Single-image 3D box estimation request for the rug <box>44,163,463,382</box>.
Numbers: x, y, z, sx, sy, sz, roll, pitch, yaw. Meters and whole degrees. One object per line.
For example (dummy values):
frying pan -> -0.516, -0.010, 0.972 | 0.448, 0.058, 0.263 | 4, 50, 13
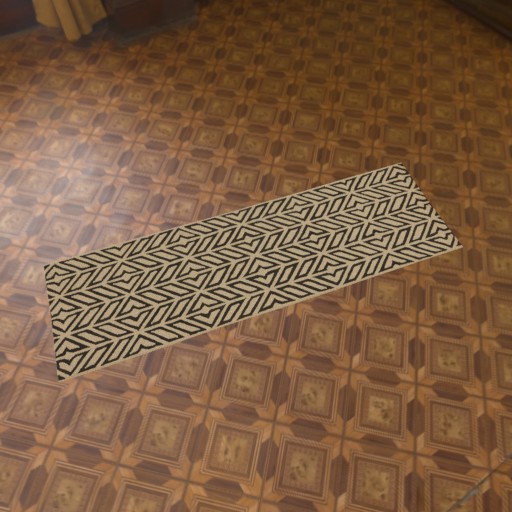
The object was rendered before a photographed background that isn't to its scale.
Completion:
rug -> 0.000, 0.000, 2.688 | 2.435, 0.009, 0.750 | -17, 60, -10
